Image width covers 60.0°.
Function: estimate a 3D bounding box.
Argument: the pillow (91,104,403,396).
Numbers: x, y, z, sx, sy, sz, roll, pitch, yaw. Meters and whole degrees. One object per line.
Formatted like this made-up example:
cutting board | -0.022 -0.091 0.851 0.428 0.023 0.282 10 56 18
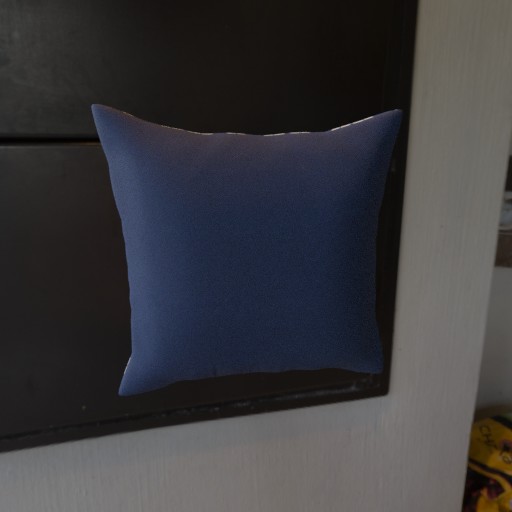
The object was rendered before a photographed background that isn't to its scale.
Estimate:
pillow | 0.000 0.000 0.769 0.504 0.494 0.188 -2 14 -9
